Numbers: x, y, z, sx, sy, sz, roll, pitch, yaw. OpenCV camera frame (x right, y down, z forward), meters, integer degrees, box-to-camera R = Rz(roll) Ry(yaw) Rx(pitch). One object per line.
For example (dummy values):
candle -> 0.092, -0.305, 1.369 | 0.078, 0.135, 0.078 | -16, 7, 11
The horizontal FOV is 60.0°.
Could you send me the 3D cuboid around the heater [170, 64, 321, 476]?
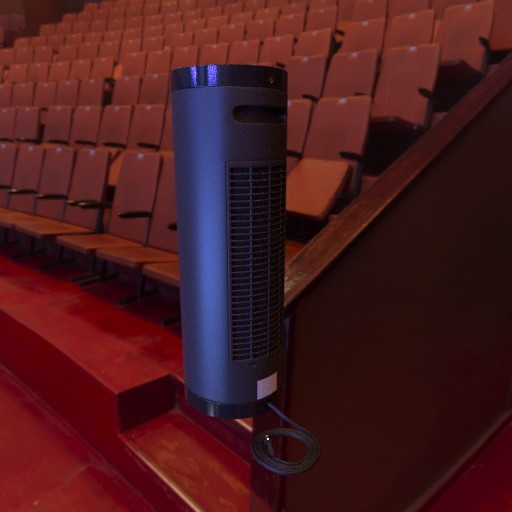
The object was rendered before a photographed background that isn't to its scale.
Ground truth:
heater -> 0.000, 0.000, 0.693 | 0.174, 0.552, 0.312 | -14, 20, -42
